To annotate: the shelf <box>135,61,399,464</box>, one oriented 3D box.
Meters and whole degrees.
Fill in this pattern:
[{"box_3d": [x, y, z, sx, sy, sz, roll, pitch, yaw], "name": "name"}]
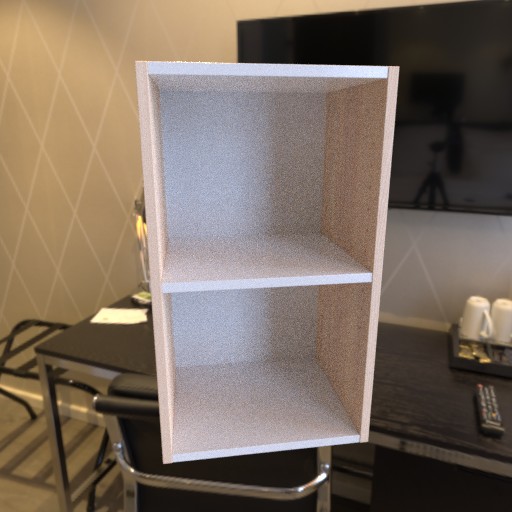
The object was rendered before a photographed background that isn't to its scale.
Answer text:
[{"box_3d": [0.000, 0.000, 0.794, 0.350, 0.600, 0.290, -2, 16, -8], "name": "shelf"}]
